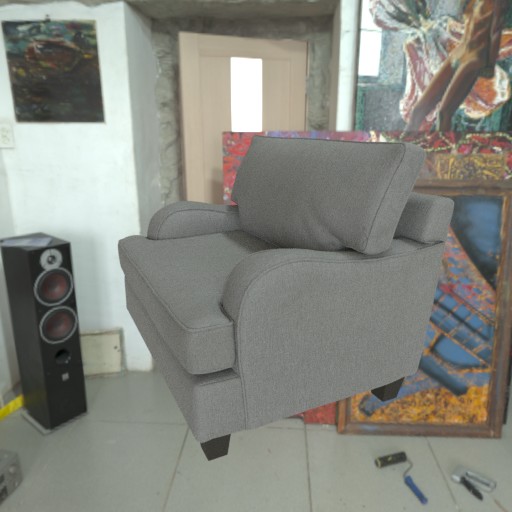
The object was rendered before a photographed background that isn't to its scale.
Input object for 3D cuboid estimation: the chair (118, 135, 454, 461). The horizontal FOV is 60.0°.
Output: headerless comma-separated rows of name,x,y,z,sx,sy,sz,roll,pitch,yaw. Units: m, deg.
chair,0.000,0.000,1.978,1.041,1.016,1.220,-8,18,-25
